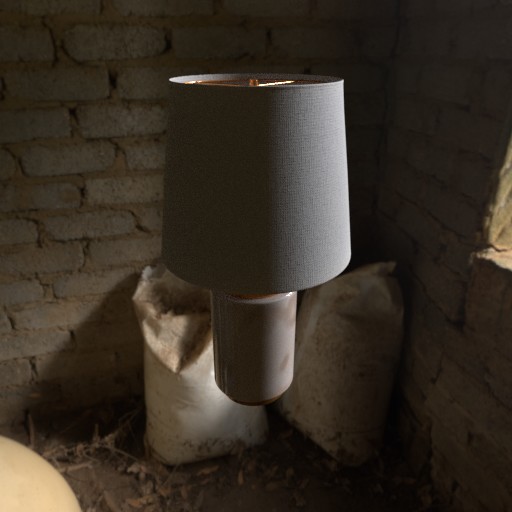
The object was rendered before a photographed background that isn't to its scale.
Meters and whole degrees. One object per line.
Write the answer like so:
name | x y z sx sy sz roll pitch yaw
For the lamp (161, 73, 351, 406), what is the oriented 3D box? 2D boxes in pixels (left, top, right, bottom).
lamp | 0.000 0.000 0.456 0.189 0.340 0.189 0 26 0
